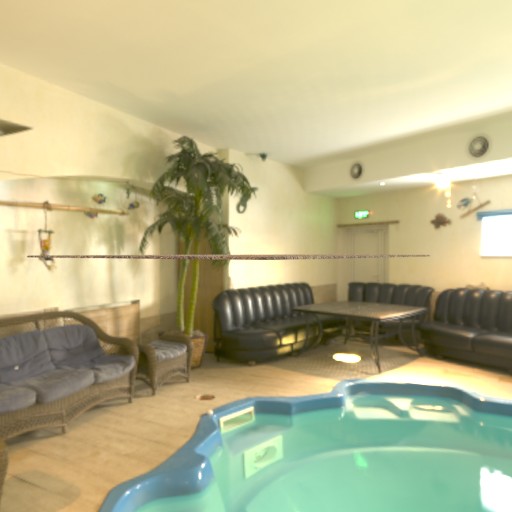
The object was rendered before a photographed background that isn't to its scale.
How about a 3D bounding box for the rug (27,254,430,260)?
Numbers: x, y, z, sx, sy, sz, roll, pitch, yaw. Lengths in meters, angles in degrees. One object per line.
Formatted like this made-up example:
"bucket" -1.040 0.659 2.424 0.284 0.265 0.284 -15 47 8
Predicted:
"rug" 0.000 0.000 4.300 2.448 0.017 3.204 0 0 36
